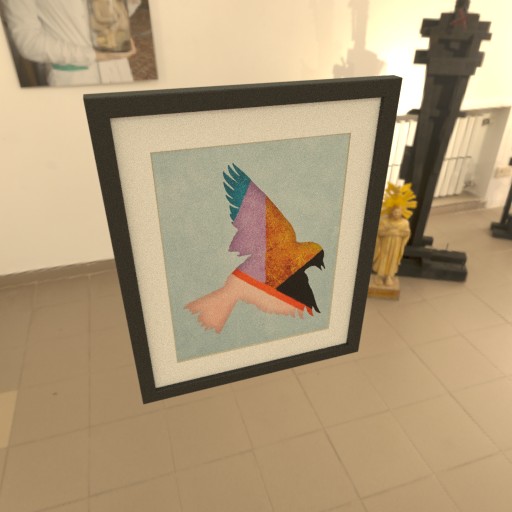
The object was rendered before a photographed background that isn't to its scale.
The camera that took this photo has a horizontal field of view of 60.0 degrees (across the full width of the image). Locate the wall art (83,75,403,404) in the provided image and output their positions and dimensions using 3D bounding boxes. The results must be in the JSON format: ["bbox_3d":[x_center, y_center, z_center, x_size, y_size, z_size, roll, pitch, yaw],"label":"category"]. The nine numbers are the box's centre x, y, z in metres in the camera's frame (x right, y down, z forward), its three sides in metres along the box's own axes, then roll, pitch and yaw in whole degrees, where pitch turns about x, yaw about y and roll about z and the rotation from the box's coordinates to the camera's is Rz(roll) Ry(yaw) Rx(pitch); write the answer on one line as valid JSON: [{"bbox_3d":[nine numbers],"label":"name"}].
[{"bbox_3d":[0.000,0.000,0.762,0.457,0.558,0.028,-10,33,-15],"label":"wall art"}]
